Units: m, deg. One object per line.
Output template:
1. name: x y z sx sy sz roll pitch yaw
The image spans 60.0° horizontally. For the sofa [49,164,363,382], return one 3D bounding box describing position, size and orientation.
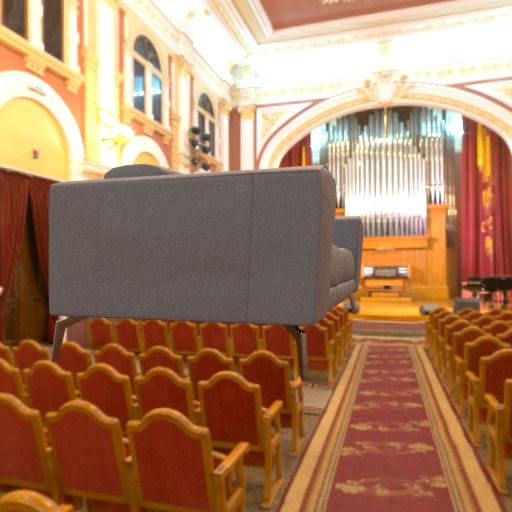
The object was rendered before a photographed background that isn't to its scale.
1. sofa: 0.000 0.000 2.322 1.003 0.779 1.895 0 -1 17
